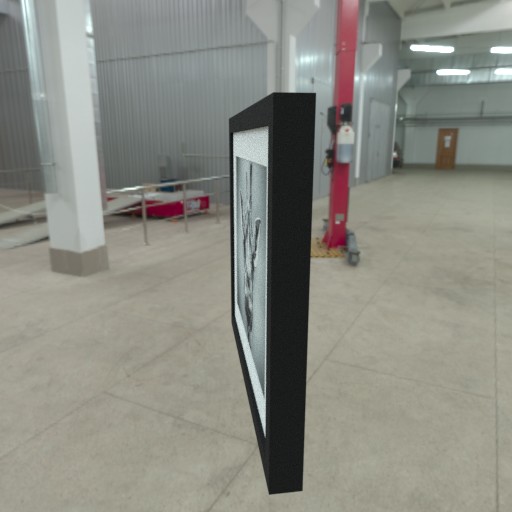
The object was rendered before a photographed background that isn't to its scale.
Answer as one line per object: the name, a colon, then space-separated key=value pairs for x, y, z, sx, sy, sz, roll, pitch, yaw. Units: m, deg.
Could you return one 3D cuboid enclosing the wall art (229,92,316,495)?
wall art: x=0.000 y=0.000 z=0.528 sx=0.031 sy=0.330 sz=0.381 roll=-2 pitch=15 yaw=-8
